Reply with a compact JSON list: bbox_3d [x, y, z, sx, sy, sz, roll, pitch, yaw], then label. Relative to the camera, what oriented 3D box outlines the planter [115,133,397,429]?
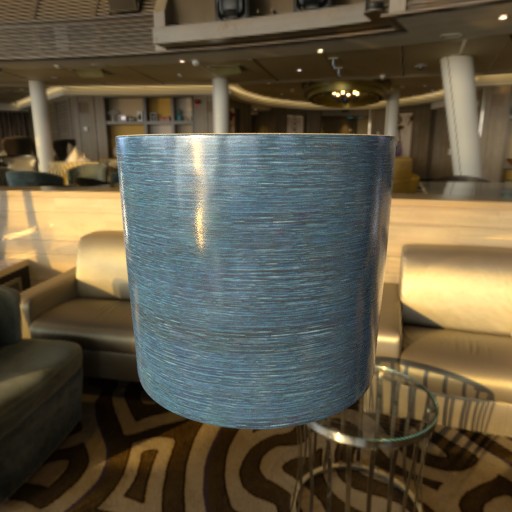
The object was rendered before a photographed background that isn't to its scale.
[{"bbox_3d":[0.000,0.000,0.389,0.221,0.201,0.221,0,14,0],"label":"planter"}]
